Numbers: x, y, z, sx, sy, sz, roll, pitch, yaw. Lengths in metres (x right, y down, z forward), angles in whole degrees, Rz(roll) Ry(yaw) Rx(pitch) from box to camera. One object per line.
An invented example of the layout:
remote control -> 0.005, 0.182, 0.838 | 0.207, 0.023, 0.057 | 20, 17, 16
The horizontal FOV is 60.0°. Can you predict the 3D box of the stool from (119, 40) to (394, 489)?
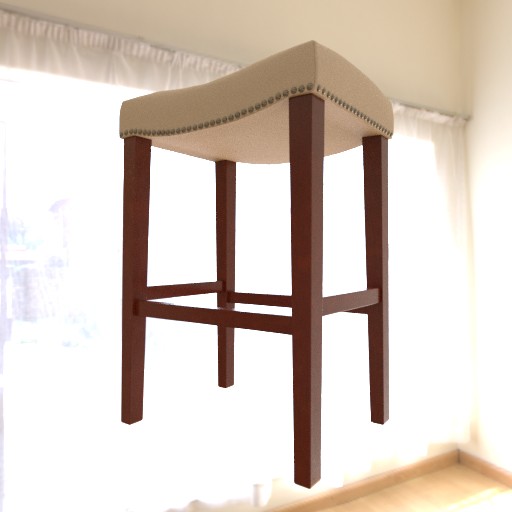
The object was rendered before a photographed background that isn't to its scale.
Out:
stool -> 0.000, 0.000, 0.989 | 0.504, 0.742, 0.372 | 0, 0, 36
